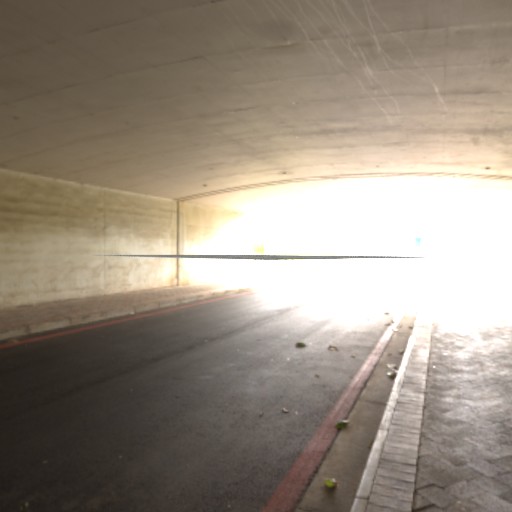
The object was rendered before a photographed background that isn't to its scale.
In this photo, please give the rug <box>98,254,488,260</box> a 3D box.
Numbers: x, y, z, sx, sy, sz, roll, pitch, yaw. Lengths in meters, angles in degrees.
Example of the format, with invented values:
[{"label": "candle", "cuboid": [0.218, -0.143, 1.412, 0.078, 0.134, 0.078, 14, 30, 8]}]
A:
[{"label": "rug", "cuboid": [0.000, 0.000, 2.341, 1.206, 0.003, 1.835, 0, 1, -35]}]
